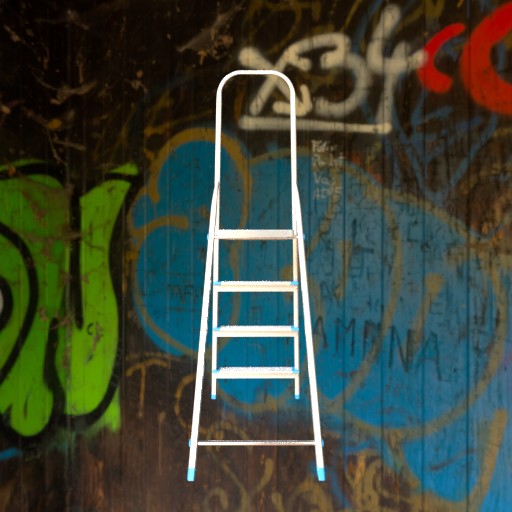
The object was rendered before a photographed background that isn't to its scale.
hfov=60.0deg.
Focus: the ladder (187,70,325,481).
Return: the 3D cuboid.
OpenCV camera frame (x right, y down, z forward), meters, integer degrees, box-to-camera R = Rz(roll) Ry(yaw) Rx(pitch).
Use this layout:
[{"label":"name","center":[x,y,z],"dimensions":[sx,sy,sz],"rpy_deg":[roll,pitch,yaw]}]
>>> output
[{"label":"ladder","center":[0.000,0.000,1.834],"dimensions":[0.445,1.434,0.842],"rpy_deg":[0,0,0]}]
